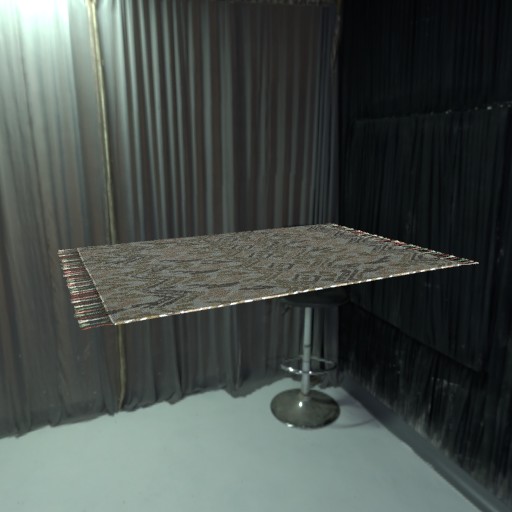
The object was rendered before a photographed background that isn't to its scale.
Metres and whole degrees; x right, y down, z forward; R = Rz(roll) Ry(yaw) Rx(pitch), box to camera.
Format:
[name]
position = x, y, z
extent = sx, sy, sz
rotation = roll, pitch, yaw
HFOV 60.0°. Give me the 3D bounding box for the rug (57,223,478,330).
[rug]
position = 0.000, 0.000, 2.287
extent = 1.829, 0.008, 1.219
rotation = -7, 16, -26
